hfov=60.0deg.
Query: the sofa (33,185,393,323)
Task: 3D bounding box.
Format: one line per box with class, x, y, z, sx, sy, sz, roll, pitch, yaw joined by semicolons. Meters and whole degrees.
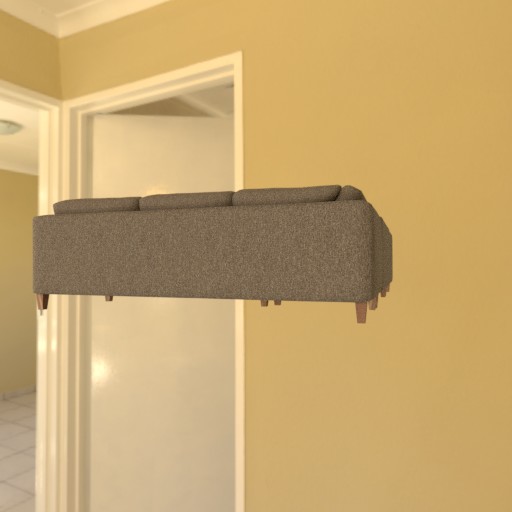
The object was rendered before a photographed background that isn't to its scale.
sofa;0.000;0.000;4.461;2.551;0.853;3.238;0;-1;19
